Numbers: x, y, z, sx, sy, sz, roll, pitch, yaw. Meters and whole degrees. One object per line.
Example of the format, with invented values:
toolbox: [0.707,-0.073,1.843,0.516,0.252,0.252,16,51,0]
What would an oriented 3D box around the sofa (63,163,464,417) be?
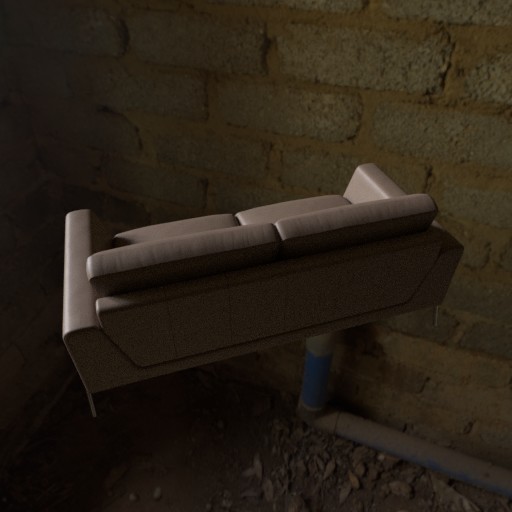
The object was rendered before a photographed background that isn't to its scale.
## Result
sofa: [0.000,0.000,2.529,2.017,0.875,0.953,-11,41,-13]
